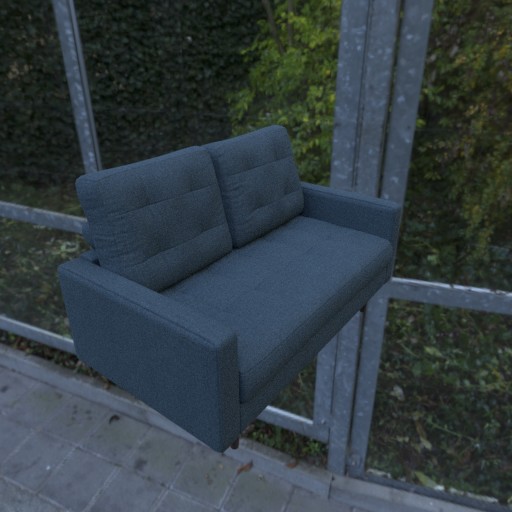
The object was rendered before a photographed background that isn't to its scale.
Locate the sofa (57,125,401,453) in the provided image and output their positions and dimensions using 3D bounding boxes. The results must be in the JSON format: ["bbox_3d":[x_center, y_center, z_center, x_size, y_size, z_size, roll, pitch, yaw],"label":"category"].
[{"bbox_3d":[0.000,0.000,1.955,0.842,0.907,1.407,19,32,32],"label":"sofa"}]
